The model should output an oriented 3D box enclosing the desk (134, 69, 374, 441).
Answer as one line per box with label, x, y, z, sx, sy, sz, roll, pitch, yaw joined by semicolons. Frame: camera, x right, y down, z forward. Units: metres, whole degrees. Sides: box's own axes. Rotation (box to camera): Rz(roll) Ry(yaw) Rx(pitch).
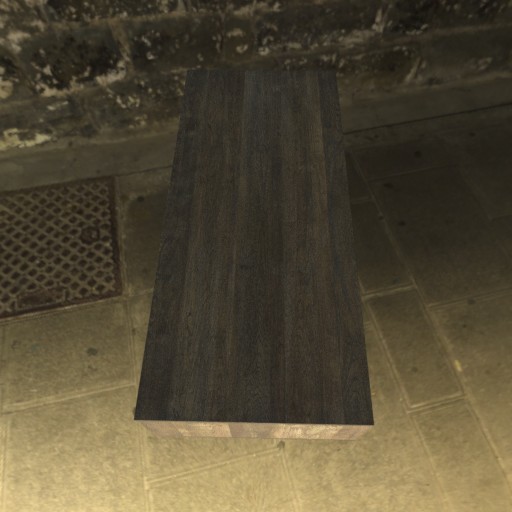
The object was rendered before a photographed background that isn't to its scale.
desk;0.000;0.000;2.049;0.730;0.780;1.600;1;60;1
